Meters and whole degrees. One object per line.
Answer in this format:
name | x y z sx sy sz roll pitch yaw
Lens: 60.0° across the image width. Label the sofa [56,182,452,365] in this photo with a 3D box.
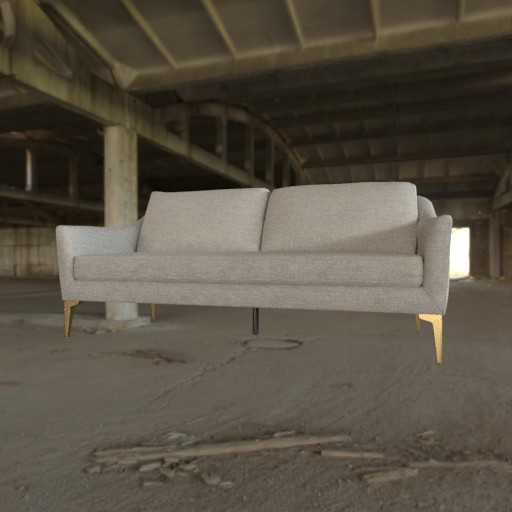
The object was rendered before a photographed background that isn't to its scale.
sofa | 0.000 0.000 2.579 2.036 0.913 0.980 0 0 19
